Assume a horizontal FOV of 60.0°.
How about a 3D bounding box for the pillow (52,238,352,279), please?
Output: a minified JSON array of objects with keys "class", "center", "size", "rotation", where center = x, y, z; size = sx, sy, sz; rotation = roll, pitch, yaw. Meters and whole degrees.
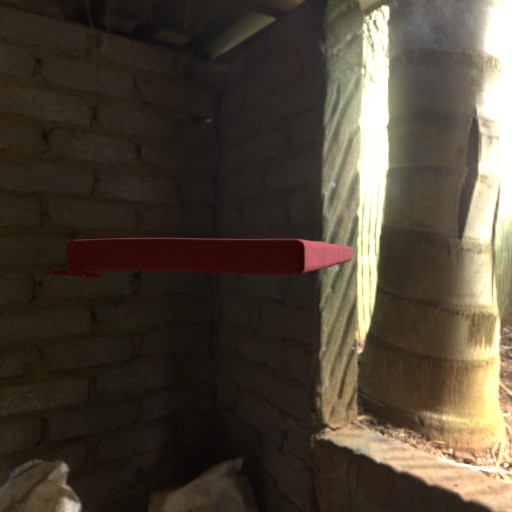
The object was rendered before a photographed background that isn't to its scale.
[{"class":"pillow","center":[0.000,0.000,1.318],"size":[0.492,0.081,1.187],"rotation":[0,1,16]}]
